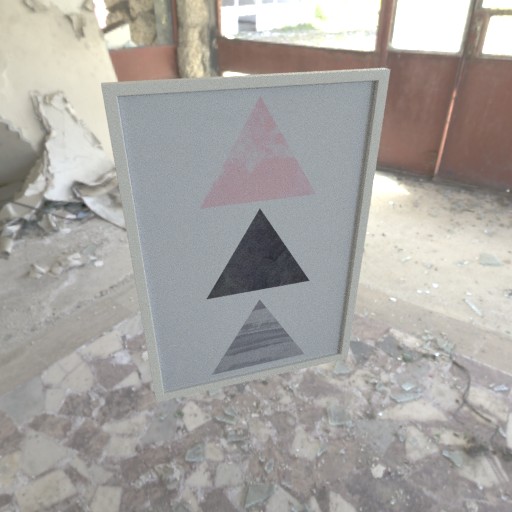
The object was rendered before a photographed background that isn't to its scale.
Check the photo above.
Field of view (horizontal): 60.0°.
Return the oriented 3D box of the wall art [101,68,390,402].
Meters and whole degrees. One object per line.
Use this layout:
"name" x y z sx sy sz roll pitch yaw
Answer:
"wall art" 0.000 0.000 0.566 0.303 0.433 0.013 -9 33 -14
